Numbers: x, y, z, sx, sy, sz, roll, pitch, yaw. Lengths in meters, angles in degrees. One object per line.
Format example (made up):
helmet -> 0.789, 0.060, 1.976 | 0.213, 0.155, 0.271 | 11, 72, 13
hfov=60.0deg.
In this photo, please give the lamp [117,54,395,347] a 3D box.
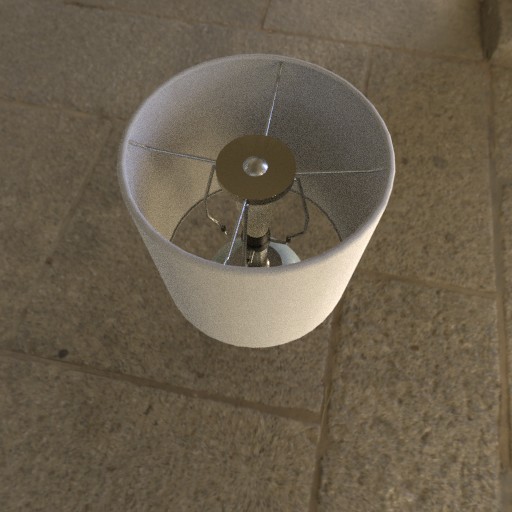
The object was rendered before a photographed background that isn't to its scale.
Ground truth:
lamp -> 0.000, 0.000, 0.479 | 0.201, 0.353, 0.201 | -16, 65, -8
